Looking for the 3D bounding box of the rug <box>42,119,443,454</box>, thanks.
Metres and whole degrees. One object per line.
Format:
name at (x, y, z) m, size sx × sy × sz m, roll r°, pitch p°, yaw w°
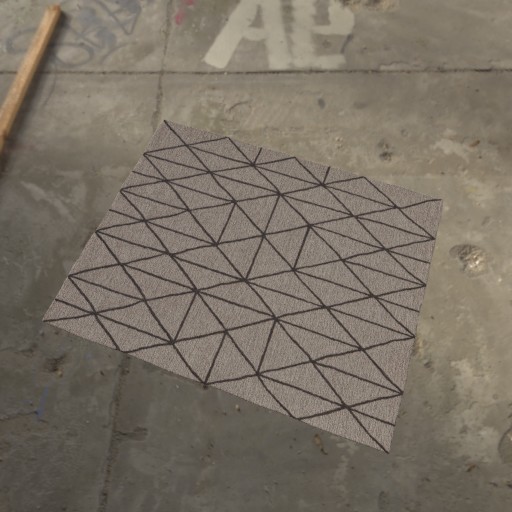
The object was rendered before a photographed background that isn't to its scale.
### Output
rug at (0.000, 0.000, 4.087) m, size 3.061 × 0.022 × 2.468 m, roll 18°, pitch 65°, yaw 9°
